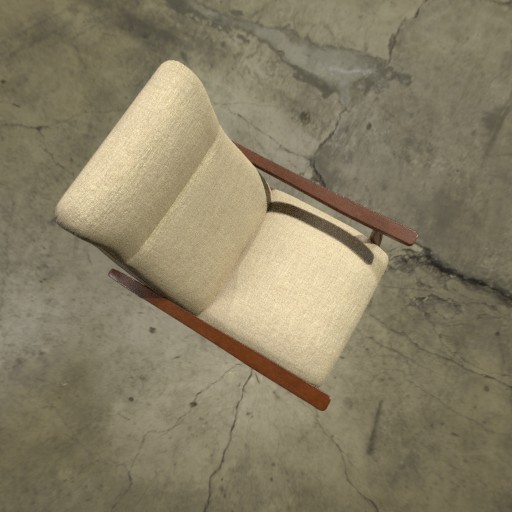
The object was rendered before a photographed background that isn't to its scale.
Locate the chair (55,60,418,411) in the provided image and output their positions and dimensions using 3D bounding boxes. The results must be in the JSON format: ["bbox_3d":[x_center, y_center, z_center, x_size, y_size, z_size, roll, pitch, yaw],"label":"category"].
[{"bbox_3d":[0.000,0.000,1.769,1.014,1.082,0.762,30,78,7],"label":"chair"}]
